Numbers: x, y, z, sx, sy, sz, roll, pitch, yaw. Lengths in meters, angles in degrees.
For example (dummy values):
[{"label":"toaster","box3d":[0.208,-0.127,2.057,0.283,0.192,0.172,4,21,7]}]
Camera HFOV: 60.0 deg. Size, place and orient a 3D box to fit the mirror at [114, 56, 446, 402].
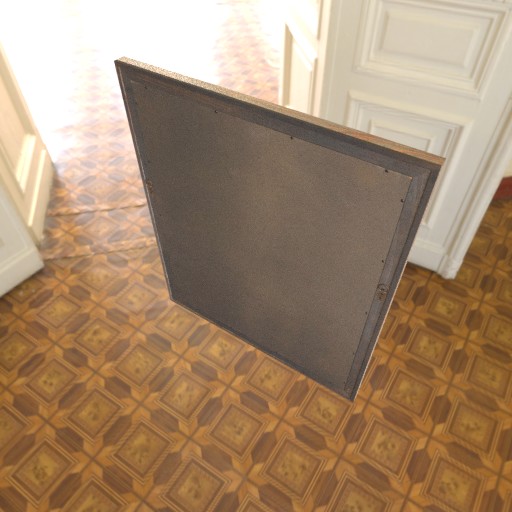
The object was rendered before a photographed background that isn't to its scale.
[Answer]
[{"label":"mirror","box3d":[0.000,0.000,1.185,0.730,0.882,0.032,25,52,21]}]
